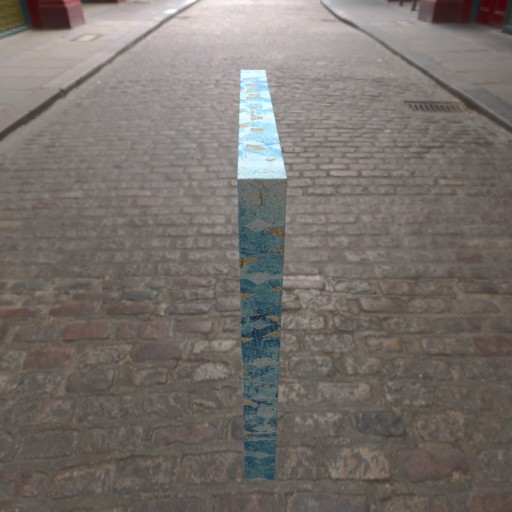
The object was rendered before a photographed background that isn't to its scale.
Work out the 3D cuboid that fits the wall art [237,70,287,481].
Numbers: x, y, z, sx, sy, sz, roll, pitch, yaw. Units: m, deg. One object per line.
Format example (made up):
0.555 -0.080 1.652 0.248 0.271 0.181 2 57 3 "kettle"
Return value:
0.000 0.000 0.611 0.037 0.405 0.405 -1 33 -1 "wall art"
